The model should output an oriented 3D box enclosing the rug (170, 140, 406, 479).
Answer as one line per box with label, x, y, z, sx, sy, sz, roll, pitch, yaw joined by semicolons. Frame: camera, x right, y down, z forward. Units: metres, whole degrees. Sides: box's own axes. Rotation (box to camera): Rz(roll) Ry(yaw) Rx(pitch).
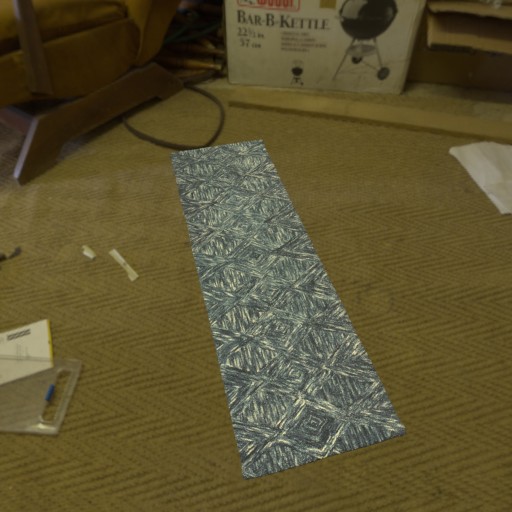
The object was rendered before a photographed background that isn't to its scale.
rug;0.000;0.000;2.560;0.719;0.013;2.306;-11;48;-10
